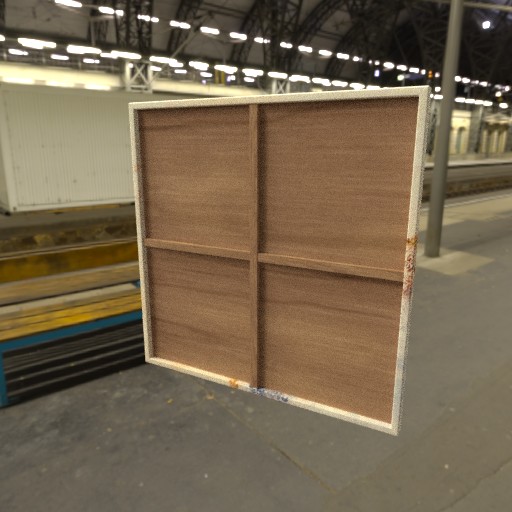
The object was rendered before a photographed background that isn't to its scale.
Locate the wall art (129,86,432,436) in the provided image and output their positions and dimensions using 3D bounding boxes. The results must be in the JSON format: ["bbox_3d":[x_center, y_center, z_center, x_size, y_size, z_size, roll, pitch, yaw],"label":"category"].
[{"bbox_3d":[0.000,0.000,1.306,0.889,0.889,0.038,8,16,28],"label":"wall art"}]
